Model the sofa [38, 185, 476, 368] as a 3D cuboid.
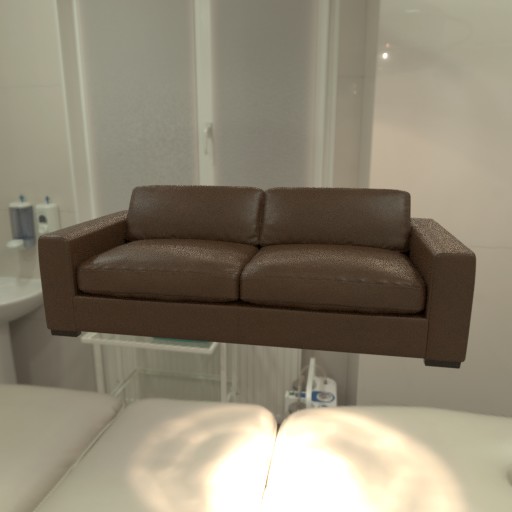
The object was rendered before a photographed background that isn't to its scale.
[{"bbox_3d":[0.000,0.000,2.740,2.262,0.801,1.070,3,14,10],"label":"sofa"}]
